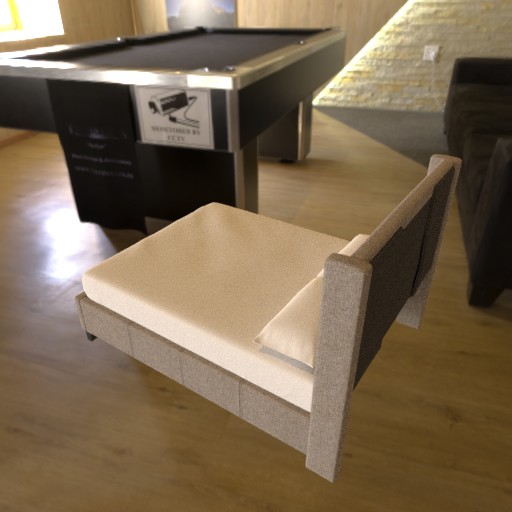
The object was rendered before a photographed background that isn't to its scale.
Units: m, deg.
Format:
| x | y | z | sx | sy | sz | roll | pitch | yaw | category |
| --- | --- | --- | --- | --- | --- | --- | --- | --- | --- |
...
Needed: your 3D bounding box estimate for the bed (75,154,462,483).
| x | y | z | sx | sy | sz | roll | pitch | yaw | category |
| --- | --- | --- | --- | --- | --- | --- | --- | --- | --- |
| 0.000 | 0.000 | 3.319 | 2.245 | 1.476 | 1.714 | 19 | 36 | 29 | bed |
